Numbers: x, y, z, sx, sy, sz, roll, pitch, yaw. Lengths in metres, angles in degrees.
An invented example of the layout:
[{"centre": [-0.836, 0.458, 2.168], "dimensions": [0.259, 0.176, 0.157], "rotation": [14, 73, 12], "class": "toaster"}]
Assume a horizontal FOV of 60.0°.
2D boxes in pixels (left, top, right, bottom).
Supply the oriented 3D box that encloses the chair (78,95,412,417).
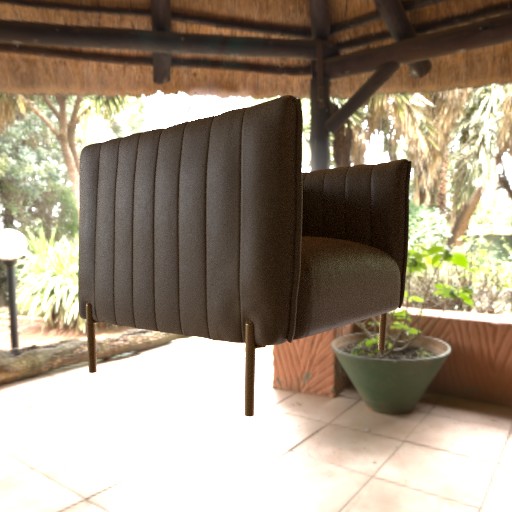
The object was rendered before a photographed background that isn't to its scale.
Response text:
[{"centre": [0.000, 0.000, 1.636], "dimensions": [0.876, 0.779, 0.981], "rotation": [0, 0, 36], "class": "chair"}]
